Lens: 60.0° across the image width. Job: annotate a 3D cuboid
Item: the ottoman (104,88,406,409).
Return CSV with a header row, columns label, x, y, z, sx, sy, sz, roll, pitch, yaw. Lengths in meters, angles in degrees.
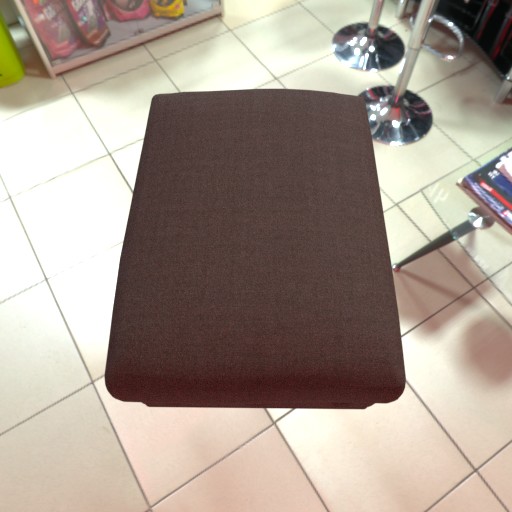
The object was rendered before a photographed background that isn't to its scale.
label,x,y,z,sx,sy,sz,roll,pitch,yaw
ottoman,0.000,0.000,1.193,0.599,0.555,0.809,1,62,0
